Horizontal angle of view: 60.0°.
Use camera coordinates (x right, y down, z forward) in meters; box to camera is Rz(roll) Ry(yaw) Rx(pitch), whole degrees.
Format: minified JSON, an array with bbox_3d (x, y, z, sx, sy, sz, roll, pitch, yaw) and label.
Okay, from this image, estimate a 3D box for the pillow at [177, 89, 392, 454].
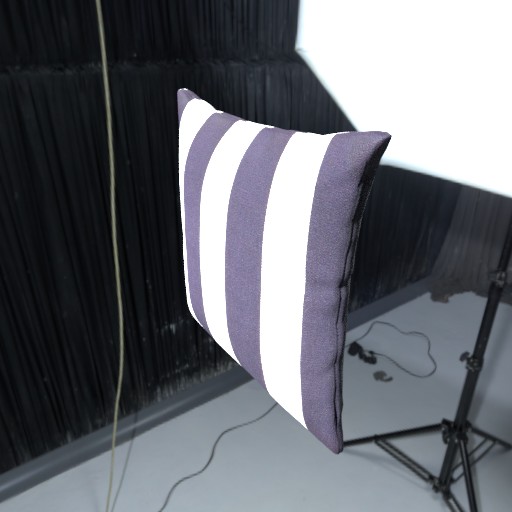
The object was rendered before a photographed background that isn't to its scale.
[{"bbox_3d":[0.000,0.000,0.798,0.189,0.526,0.536,-17,31,-31],"label":"pillow"}]
